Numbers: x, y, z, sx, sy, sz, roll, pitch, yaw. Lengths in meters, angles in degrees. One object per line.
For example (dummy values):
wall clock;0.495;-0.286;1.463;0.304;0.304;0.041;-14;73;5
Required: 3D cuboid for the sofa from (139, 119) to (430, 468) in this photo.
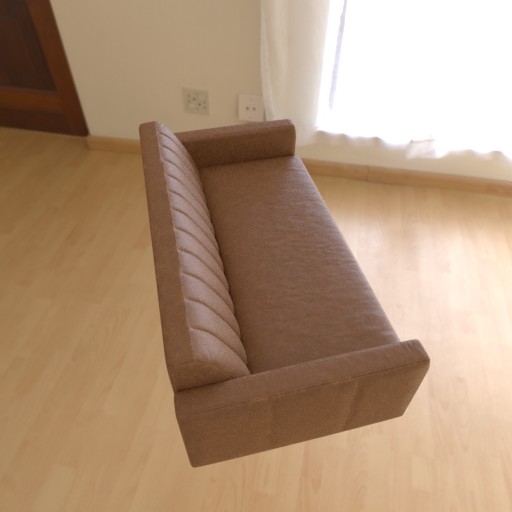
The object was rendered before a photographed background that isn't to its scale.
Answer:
sofa;0.000;0.000;2.348;0.993;0.821;1.847;-10;47;-9
